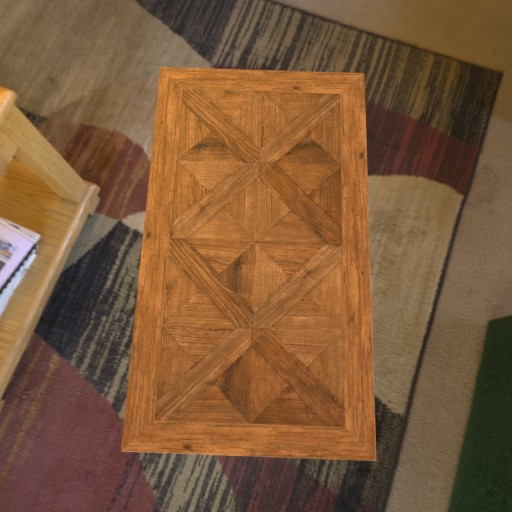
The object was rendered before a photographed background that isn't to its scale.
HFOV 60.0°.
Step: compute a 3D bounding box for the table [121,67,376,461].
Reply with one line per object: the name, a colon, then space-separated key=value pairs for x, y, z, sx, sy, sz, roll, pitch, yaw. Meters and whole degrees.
table: x=0.000 y=0.000 z=1.759 sx=0.800 sy=0.410 sz=1.400 roll=2 pitch=76 yaw=0
